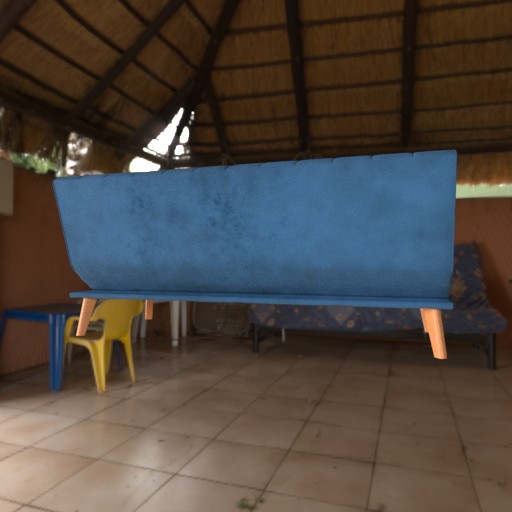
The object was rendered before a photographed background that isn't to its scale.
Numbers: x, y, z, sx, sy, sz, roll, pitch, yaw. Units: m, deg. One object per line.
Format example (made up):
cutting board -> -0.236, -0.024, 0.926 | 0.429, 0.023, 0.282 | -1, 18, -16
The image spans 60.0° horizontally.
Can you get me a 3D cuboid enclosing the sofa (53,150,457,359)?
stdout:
sofa -> 0.000, 0.000, 2.276 | 1.804, 0.813, 0.855 | 0, -1, 18
